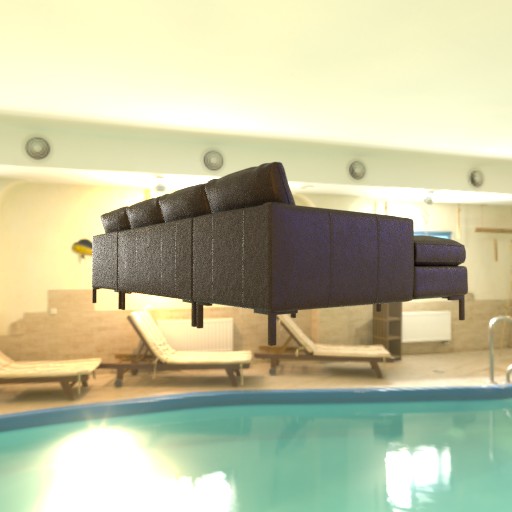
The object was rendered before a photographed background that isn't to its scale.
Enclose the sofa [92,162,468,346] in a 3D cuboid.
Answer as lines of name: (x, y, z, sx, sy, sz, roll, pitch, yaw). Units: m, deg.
sofa: (0.000, 0.000, 3.756, 1.939, 0.900, 2.956, 1, -2, -36)
